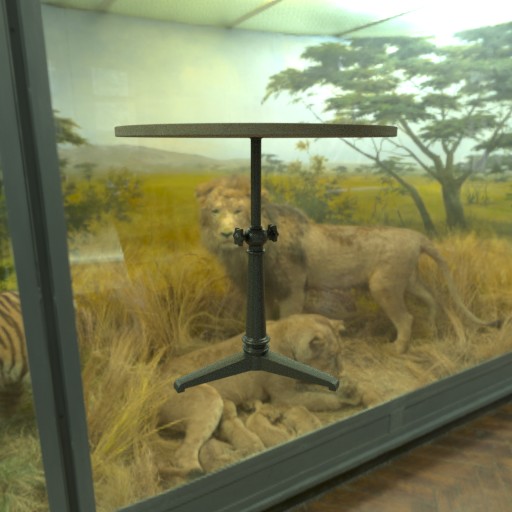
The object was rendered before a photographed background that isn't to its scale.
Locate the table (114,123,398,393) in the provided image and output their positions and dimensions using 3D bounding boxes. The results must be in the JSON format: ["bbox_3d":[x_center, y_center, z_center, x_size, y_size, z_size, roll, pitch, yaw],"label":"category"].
[{"bbox_3d":[0.000,0.000,1.408,0.800,0.780,0.800,0,14,0],"label":"table"}]
